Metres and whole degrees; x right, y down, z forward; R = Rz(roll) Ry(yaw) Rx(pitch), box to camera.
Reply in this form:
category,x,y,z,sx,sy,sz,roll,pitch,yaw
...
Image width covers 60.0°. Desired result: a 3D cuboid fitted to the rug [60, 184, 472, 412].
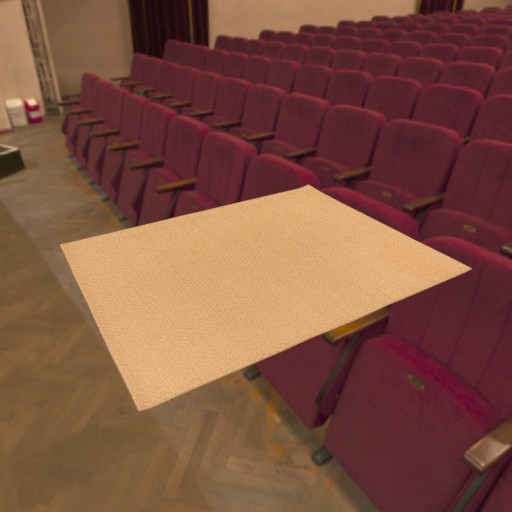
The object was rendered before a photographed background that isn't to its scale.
category,x,y,z,sx,sy,sz,roll,pitch,yaw
rug,0.000,0.000,3.926,2.897,0.035,2.277,-17,34,-27
